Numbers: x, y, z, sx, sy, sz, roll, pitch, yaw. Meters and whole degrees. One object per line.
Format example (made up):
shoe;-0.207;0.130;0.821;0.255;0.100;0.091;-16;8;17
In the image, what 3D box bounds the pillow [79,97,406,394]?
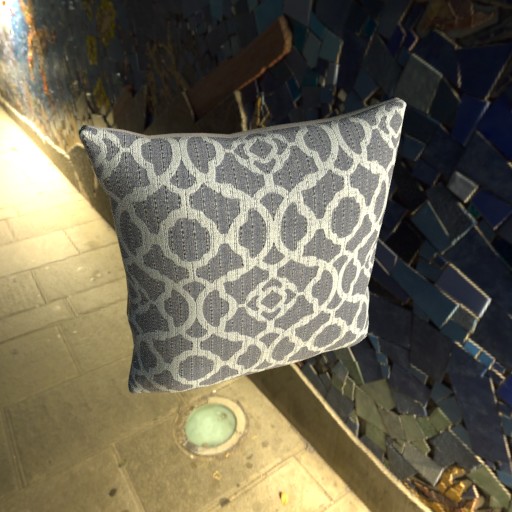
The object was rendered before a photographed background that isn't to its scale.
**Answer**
pillow;0.000;0.000;0.779;0.508;0.498;0.215;-10;33;-16
